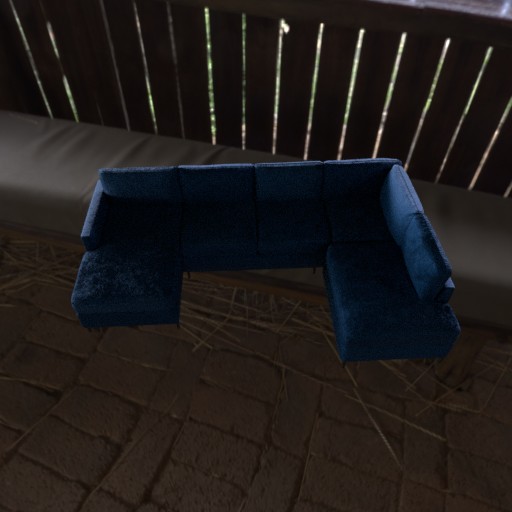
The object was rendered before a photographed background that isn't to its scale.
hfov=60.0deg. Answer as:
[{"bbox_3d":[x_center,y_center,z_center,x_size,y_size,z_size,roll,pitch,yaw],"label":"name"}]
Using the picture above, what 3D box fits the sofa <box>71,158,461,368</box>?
[{"bbox_3d":[0.000,0.000,4.418,3.434,0.992,2.055,-2,47,-2],"label":"sofa"}]
